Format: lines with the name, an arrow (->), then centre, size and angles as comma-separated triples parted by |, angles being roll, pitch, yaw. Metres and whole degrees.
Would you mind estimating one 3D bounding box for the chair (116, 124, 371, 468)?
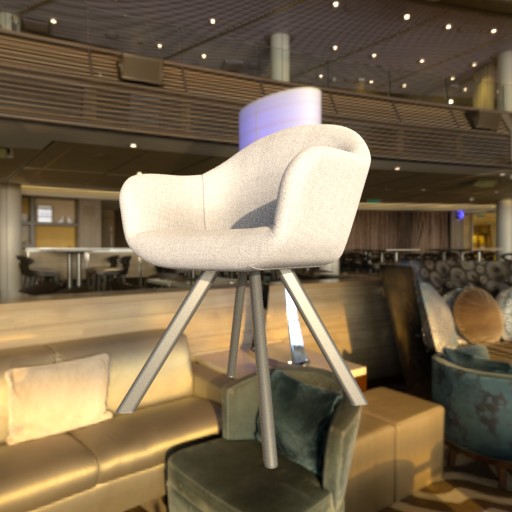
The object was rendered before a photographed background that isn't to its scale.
chair -> 0.000, 0.000, 1.196 | 0.590, 0.795, 0.550 | 1, 1, 37
